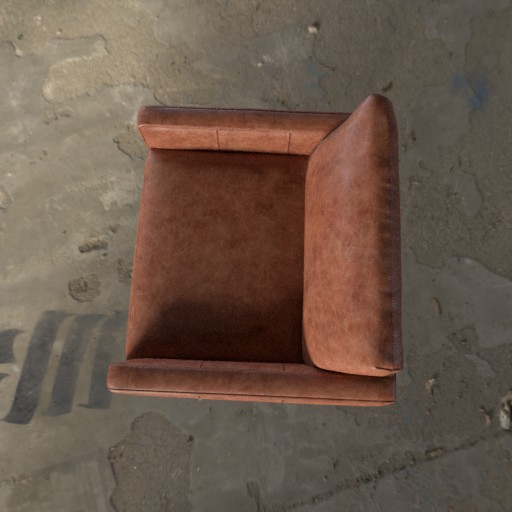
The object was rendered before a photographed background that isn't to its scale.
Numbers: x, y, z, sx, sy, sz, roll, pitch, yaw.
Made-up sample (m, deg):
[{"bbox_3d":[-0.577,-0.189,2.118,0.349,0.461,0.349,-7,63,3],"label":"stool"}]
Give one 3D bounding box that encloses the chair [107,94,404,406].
[{"bbox_3d":[0.000,0.000,1.569,0.862,0.869,0.967,2,77,1],"label":"chair"}]
